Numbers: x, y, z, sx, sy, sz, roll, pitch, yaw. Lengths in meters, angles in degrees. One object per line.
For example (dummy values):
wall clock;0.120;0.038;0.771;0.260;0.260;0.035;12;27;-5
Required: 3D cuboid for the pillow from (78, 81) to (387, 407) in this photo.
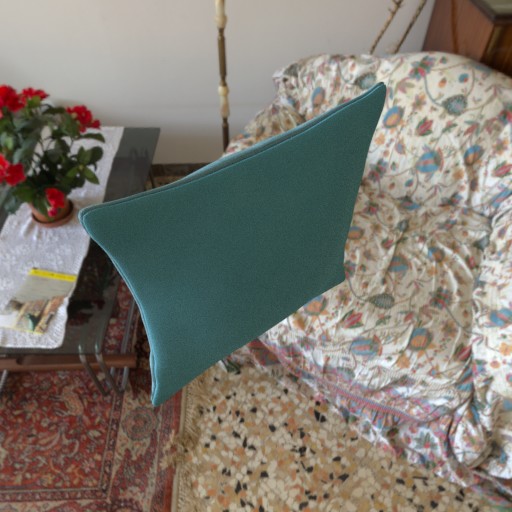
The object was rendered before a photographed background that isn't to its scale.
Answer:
pillow;0.000;0.000;0.656;0.433;0.415;0.151;-30;54;-24
